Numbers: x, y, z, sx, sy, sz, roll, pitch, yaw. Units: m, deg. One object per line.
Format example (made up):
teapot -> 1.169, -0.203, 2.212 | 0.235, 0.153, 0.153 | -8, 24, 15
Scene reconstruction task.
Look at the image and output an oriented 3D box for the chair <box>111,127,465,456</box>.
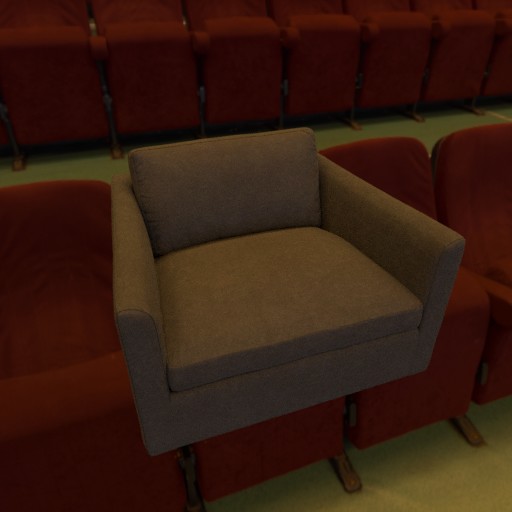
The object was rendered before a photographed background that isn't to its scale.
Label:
chair -> 0.000, 0.000, 1.907 | 1.190, 0.845, 1.091 | -11, 34, -17
